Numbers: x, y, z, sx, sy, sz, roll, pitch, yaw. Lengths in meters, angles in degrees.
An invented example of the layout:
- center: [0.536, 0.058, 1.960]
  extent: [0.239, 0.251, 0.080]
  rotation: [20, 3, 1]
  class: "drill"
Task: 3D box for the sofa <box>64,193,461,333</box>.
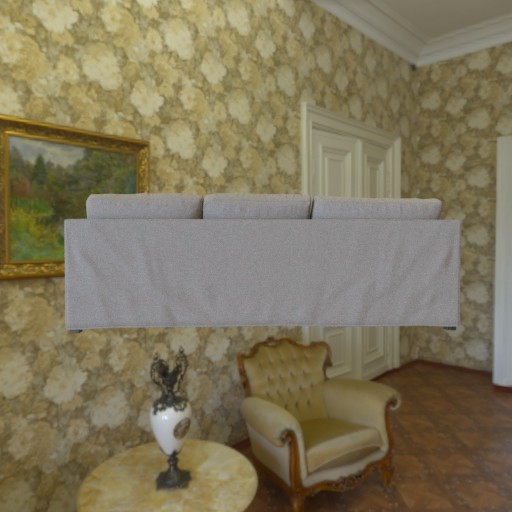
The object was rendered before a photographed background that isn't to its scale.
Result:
- center: [0.000, 0.000, 4.254]
  extent: [2.432, 0.871, 3.182]
  rotation: [0, 1, -2]
  class: "sofa"
